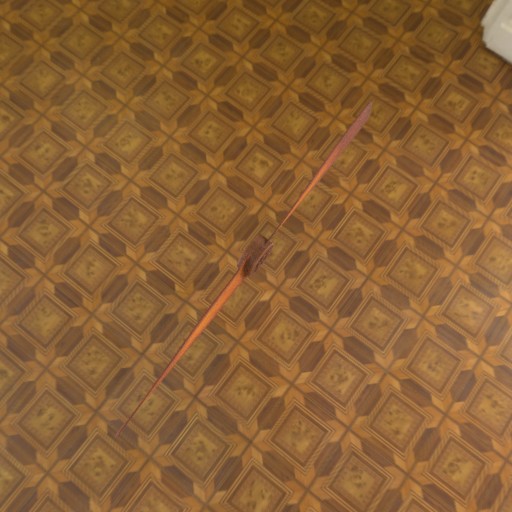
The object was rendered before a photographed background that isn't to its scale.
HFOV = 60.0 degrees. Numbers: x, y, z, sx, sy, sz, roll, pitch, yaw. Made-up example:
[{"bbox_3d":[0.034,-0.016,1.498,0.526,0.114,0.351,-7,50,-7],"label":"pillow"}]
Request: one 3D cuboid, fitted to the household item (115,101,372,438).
[{"bbox_3d":[0.000,0.000,1.244,0.051,0.121,1.181,36,78,9],"label":"household item"}]
